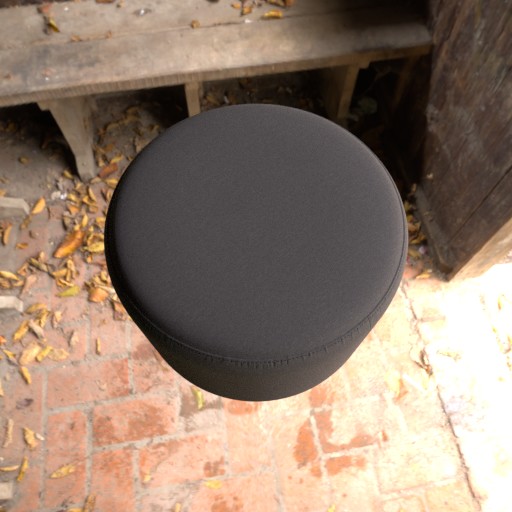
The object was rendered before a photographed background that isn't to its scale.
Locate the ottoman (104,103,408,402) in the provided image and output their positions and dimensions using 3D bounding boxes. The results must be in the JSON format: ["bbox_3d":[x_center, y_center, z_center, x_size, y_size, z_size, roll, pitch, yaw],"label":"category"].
[{"bbox_3d":[0.000,0.000,1.032,0.608,0.433,0.608,0,64,0],"label":"ottoman"}]
